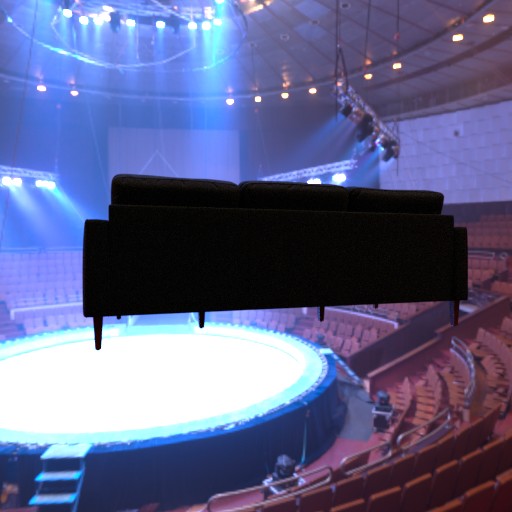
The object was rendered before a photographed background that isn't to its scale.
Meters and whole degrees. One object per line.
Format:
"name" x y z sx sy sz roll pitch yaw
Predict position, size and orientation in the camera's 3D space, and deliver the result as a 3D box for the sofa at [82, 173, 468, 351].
"sofa" 0.000 0.000 3.072 2.185 0.841 1.613 0 1 -19
